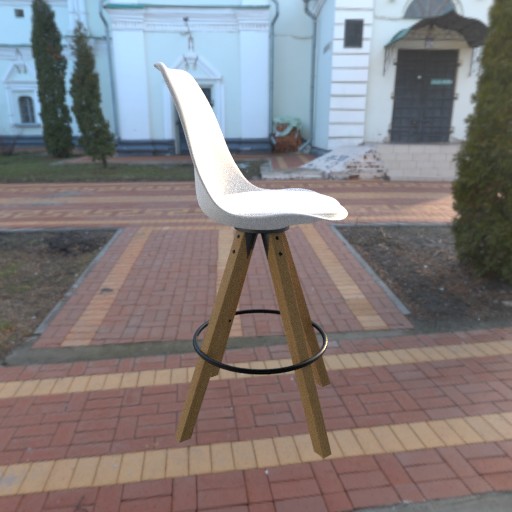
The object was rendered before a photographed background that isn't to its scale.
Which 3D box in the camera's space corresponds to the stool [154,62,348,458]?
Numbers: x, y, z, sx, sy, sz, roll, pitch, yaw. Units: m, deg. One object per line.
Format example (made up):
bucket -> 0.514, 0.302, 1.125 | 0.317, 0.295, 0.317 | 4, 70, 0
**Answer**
stool -> 0.000, 0.000, 1.395 | 0.549, 1.115, 0.482 | 2, 17, 8
